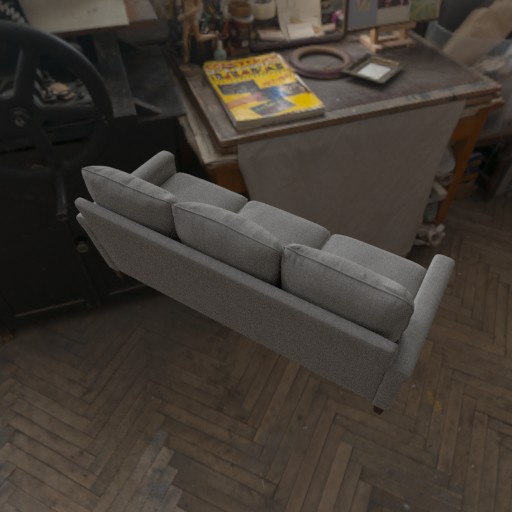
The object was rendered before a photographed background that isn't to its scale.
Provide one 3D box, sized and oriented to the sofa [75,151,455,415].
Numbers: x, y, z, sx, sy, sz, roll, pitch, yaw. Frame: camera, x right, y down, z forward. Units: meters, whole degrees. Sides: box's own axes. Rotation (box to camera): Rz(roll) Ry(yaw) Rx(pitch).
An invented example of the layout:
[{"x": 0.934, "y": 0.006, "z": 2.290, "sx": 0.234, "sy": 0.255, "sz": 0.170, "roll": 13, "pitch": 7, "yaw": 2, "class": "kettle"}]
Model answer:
[{"x": 0.000, "y": 0.000, "z": 2.475, "sx": 1.925, "sy": 0.959, "sz": 0.828, "roll": 24, "pitch": 52, "yaw": 20, "class": "sofa"}]
